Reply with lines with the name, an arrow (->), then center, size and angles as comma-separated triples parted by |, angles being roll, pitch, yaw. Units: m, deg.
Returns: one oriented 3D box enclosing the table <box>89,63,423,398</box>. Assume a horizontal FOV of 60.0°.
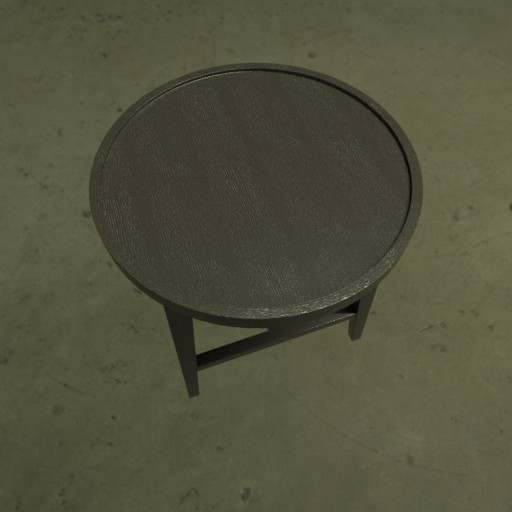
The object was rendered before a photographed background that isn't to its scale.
table -> 0.000, 0.000, 0.902 | 0.500, 0.531, 0.500 | 0, 59, 0
